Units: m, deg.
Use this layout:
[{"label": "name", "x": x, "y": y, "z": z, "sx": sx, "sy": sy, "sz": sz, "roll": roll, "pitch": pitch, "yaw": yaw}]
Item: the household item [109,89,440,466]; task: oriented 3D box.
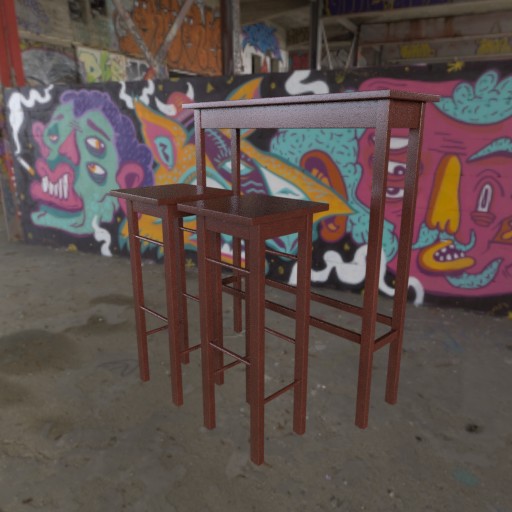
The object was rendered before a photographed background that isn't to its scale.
[{"label": "household item", "x": 0.000, "y": 0.000, "z": 1.580, "sx": 0.676, "sy": 1.067, "sz": 0.914, "roll": -15, "pitch": 22, "yaw": -42}]
